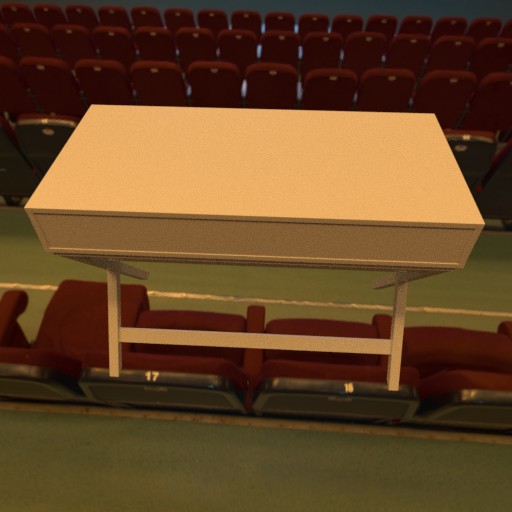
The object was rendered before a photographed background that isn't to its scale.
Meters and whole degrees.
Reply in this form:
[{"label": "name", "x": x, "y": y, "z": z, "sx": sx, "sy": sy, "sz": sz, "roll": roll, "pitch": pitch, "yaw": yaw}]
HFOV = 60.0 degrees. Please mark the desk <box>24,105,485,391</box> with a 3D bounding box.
[{"label": "desk", "x": 0.000, "y": 0.000, "z": 1.469, "sx": 1.059, "sy": 0.780, "sz": 0.509, "roll": 2, "pitch": 46, "yaw": 2}]
